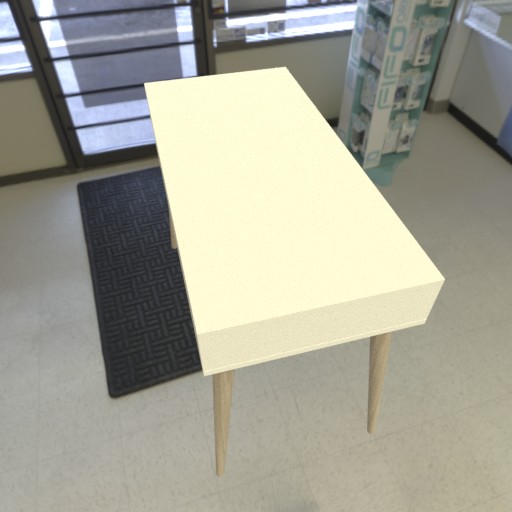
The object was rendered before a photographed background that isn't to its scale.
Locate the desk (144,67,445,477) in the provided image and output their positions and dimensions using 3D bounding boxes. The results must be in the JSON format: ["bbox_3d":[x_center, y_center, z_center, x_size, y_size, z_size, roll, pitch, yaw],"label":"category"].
[{"bbox_3d":[0.000,0.000,1.375,0.491,0.723,0.979,-11,47,-10],"label":"desk"}]
